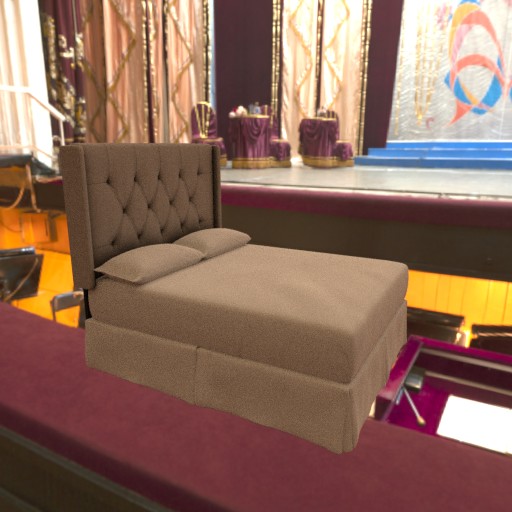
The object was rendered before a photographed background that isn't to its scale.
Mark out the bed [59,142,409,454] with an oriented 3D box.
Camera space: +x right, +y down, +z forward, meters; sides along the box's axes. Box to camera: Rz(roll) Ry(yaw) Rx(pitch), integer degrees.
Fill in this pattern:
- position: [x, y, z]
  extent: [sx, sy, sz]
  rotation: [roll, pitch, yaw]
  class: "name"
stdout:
- position: [0.000, 0.000, 3.357]
  extent: [2.066, 1.665, 1.719]
  rotation: [7, 16, 27]
  class: "bed"
